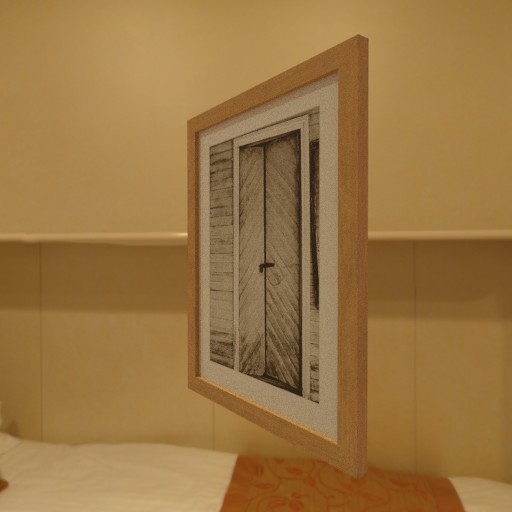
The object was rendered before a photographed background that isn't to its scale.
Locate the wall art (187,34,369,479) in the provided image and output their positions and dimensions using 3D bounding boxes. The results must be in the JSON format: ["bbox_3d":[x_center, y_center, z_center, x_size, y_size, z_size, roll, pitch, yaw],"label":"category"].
[{"bbox_3d":[0.000,0.000,0.750,0.020,0.561,0.460,-1,1,-36],"label":"wall art"}]
